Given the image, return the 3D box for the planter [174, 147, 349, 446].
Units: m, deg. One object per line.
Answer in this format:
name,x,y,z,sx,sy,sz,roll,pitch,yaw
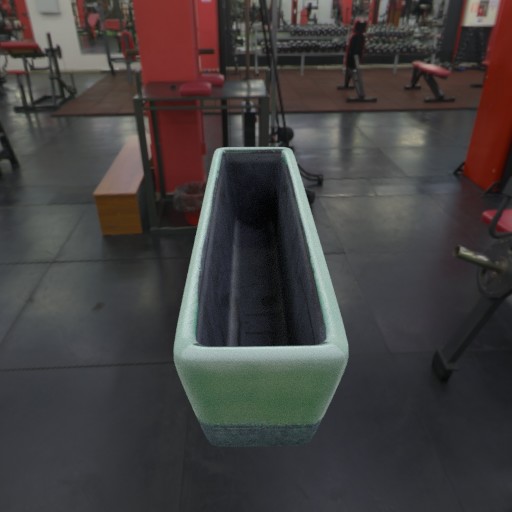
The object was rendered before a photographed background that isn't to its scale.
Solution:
planter,0.000,0.000,0.306,0.072,0.072,0.275,0,30,-1
